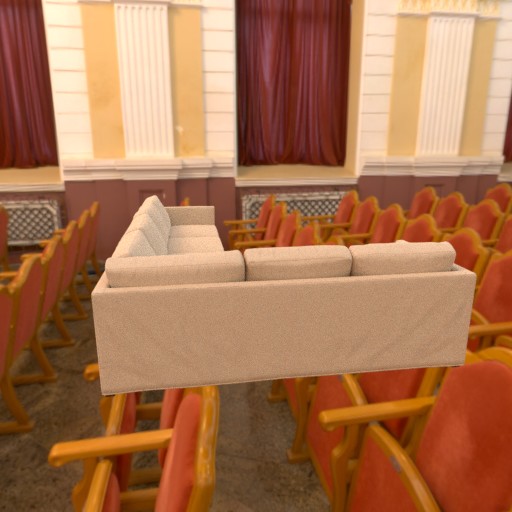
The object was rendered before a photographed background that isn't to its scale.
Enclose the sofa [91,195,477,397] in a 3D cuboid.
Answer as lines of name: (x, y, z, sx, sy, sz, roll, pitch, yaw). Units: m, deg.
sofa: (0.000, 0.000, 4.269, 2.432, 0.871, 3.182, -2, 15, -9)
